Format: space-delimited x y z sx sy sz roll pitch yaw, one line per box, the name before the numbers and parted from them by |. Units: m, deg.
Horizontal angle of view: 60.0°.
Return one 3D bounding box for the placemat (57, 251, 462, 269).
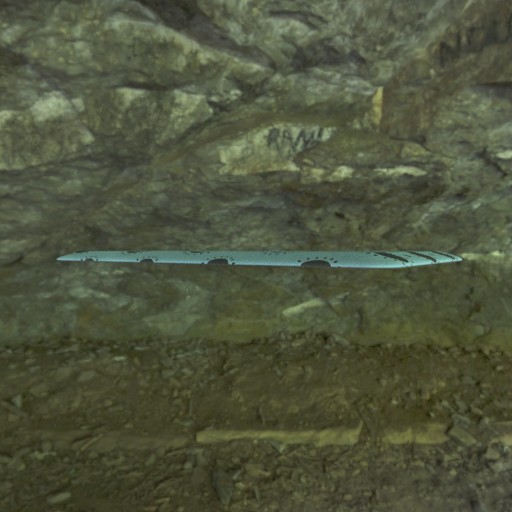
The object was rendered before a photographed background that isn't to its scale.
placemat | 0.000 0.000 0.976 0.762 0.021 0.508 1 1 34
